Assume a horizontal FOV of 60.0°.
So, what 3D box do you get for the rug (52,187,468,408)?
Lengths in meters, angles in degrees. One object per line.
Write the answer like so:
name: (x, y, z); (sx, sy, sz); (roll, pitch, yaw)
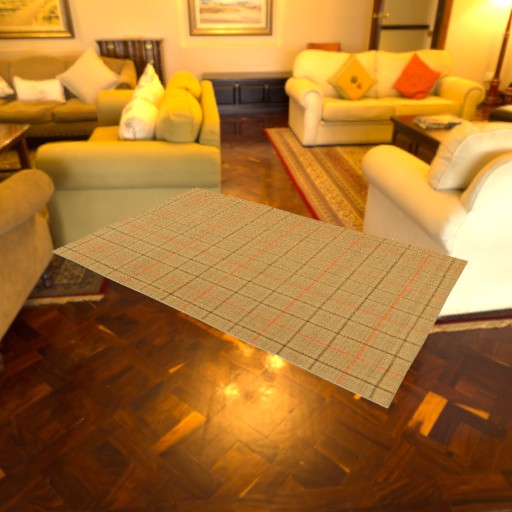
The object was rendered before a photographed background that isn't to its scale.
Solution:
rug: (0.000, 0.000, 3.057); (2.439, 0.015, 1.524); (19, 35, 30)
